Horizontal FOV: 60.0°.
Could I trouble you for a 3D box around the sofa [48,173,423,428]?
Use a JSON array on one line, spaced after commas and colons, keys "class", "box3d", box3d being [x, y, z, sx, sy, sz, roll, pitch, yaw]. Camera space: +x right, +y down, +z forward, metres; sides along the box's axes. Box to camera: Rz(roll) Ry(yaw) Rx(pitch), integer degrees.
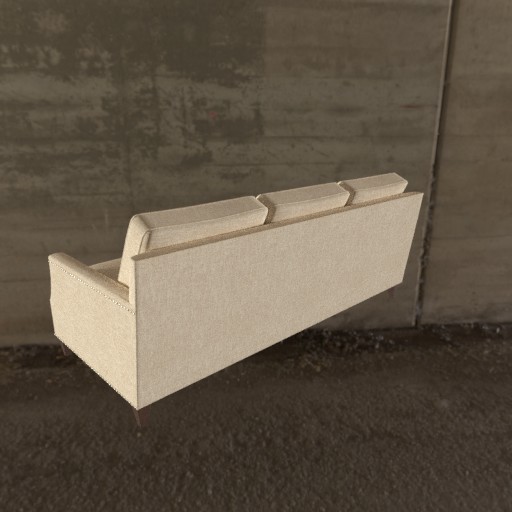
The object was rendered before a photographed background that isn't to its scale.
[{"class": "sofa", "box3d": [0.000, 0.000, 2.794, 2.210, 0.940, 1.041, -16, 24, -41]}]
